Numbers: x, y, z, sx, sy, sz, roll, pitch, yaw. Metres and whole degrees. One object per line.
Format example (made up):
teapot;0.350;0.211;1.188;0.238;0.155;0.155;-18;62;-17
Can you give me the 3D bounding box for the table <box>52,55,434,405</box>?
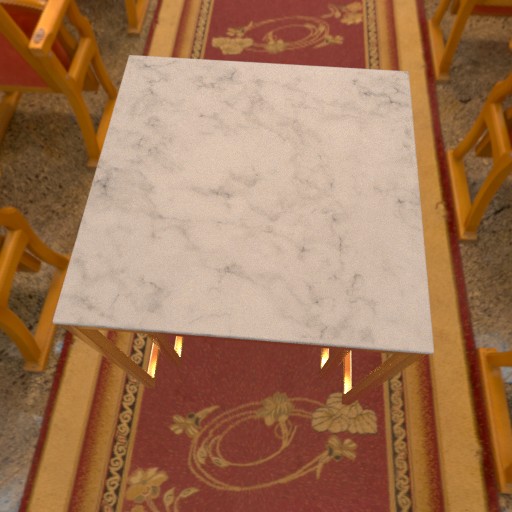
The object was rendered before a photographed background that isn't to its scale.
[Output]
table;0.000;0.000;0.840;0.450;0.500;0.450;4;65;2
